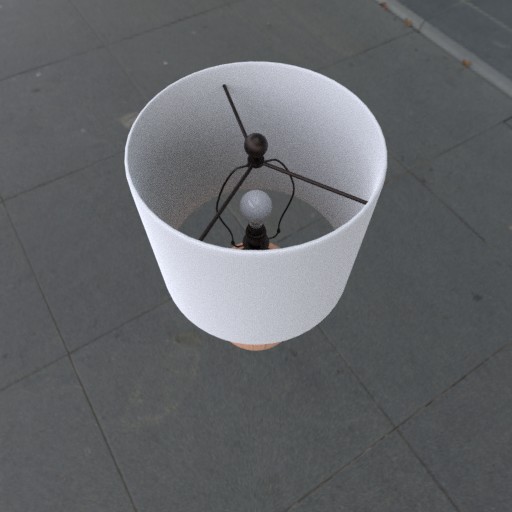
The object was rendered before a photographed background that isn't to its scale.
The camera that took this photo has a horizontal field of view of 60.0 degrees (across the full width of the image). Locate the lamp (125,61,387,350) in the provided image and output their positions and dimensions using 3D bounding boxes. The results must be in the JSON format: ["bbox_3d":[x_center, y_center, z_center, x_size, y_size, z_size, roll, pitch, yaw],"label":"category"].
[{"bbox_3d":[0.000,0.000,0.790,0.329,0.570,0.329,0,59,0],"label":"lamp"}]
